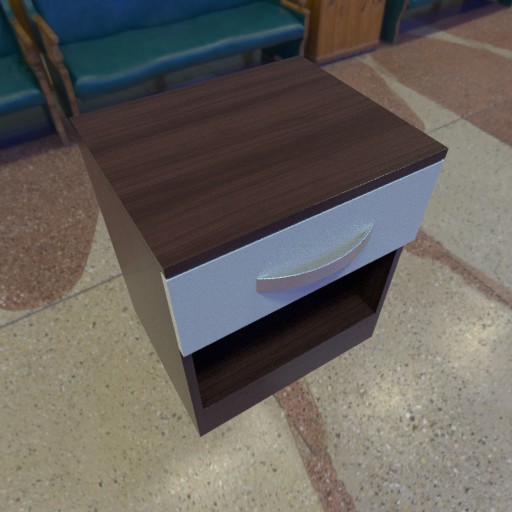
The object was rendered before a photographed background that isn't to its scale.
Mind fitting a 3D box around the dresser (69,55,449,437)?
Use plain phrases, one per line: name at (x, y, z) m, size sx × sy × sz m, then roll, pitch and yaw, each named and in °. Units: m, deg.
dresser at (0.000, 0.000, 0.766) m, size 0.400 × 0.470 × 0.360 m, roll -24°, pitch 52°, yaw -21°
